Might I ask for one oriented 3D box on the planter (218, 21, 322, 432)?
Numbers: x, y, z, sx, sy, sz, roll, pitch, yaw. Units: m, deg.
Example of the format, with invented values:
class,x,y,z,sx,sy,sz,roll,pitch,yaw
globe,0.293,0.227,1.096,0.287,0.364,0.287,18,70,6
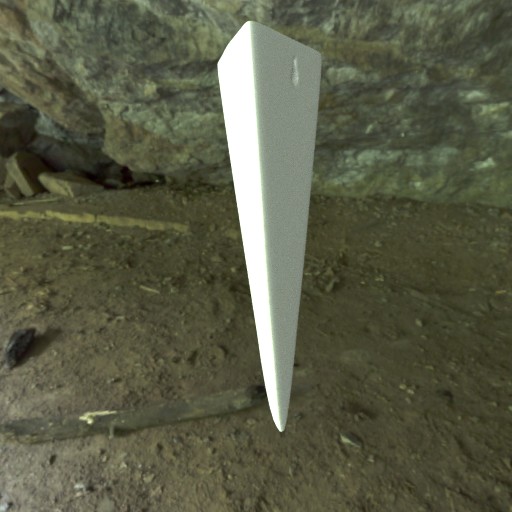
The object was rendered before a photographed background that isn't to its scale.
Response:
class,x,y,z,sx,sy,sz,roll,pitch,yaw
planter,0.000,0.000,0.385,0.065,0.338,0.143,7,18,24
